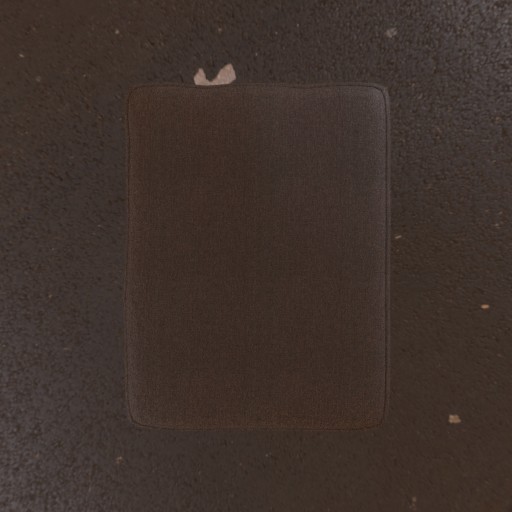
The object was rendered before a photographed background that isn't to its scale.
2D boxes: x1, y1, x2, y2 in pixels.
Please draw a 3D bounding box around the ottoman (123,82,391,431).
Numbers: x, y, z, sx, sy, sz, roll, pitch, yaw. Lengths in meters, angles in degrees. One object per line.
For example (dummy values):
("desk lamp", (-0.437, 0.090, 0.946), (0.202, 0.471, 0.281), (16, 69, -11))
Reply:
("ottoman", (0.000, 0.000, 1.220), (0.639, 0.496, 0.826), (0, 91, 1))
